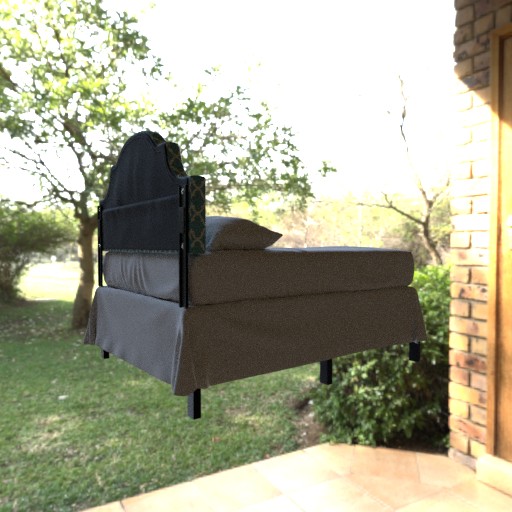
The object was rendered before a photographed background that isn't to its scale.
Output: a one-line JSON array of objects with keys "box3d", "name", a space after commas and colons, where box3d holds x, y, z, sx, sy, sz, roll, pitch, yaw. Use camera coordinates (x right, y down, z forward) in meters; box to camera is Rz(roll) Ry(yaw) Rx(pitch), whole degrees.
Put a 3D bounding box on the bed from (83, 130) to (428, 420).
[{"box3d": [0.000, 0.000, 3.482, 2.222, 1.633, 1.780, -1, 2, -36], "name": "bed"}]
